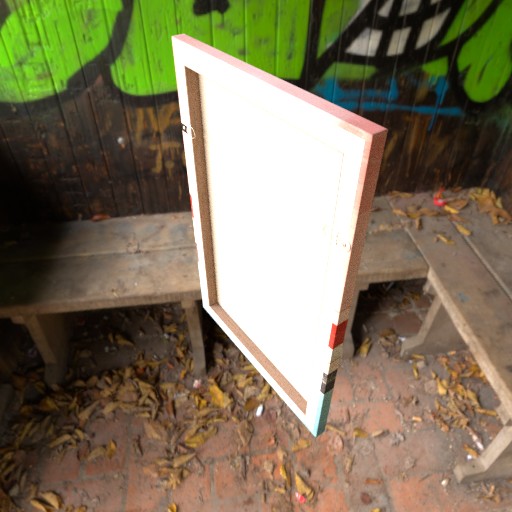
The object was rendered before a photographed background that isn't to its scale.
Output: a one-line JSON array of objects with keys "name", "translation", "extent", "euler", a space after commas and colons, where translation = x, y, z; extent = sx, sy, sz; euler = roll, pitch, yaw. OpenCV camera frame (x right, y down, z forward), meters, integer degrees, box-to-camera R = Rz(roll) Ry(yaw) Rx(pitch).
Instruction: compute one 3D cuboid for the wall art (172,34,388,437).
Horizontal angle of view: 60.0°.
[{"name": "wall art", "translation": [0.000, 0.000, 1.133], "extent": [0.038, 0.914, 0.610], "euler": [-26, 48, -26]}]
